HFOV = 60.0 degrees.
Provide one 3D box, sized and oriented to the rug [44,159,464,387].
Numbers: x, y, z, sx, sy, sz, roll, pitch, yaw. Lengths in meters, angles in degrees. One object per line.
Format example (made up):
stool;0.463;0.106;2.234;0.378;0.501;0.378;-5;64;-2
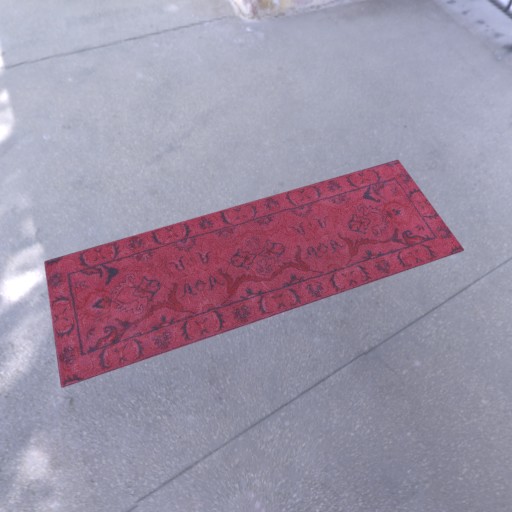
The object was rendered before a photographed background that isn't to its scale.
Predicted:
rug;0.000;0.000;2.708;2.439;0.018;0.813;-17;60;-11
